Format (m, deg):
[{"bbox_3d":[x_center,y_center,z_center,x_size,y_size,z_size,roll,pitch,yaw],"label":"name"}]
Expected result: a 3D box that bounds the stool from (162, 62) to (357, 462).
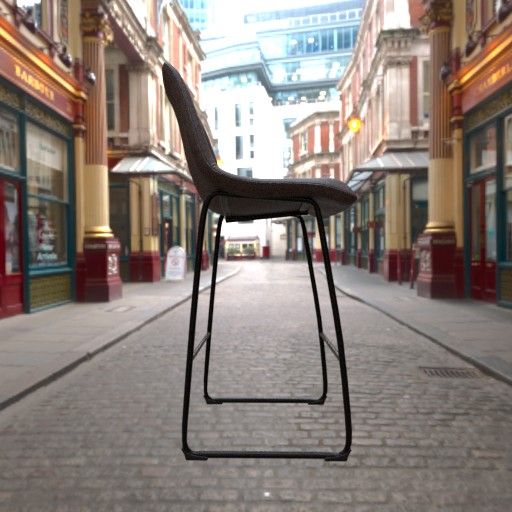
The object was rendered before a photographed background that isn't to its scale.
[{"bbox_3d":[0.000,0.000,1.398,0.561,1.082,0.514,0,0,1],"label":"stool"}]
